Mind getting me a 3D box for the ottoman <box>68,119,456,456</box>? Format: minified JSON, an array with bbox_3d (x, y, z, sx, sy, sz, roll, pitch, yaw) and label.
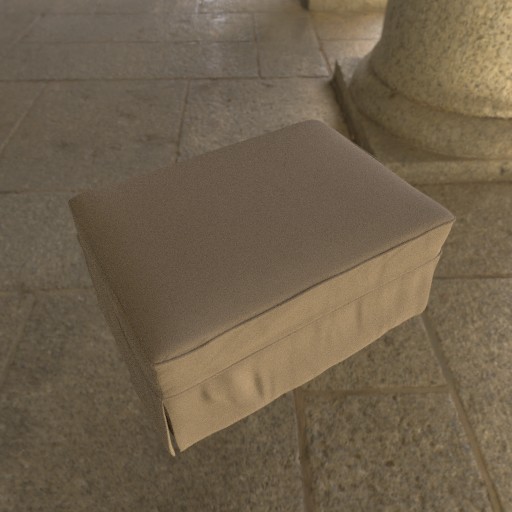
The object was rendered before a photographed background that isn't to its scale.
[{"bbox_3d":[0.000,0.000,1.374,0.959,0.482,0.721,-24,51,-21],"label":"ottoman"}]
